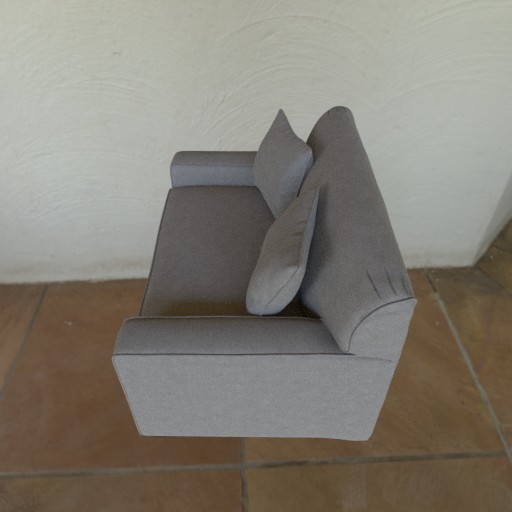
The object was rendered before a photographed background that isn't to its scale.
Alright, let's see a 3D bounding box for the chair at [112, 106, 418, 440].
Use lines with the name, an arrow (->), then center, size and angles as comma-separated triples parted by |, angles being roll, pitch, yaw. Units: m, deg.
chair -> 0.000, 0.000, 2.054 | 0.992, 0.953, 1.395 | 1, 42, 1
